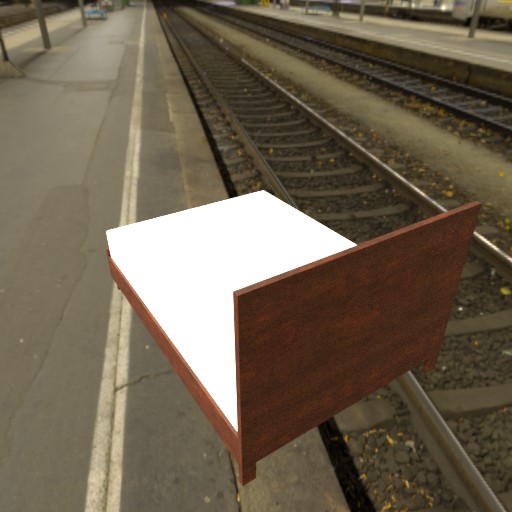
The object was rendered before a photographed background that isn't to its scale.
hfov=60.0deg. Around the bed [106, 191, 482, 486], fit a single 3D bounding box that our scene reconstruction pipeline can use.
[{"bbox_3d":[0.000,0.000,3.218,1.600,1.270,2.184,-19,36,-28],"label":"bed"}]
